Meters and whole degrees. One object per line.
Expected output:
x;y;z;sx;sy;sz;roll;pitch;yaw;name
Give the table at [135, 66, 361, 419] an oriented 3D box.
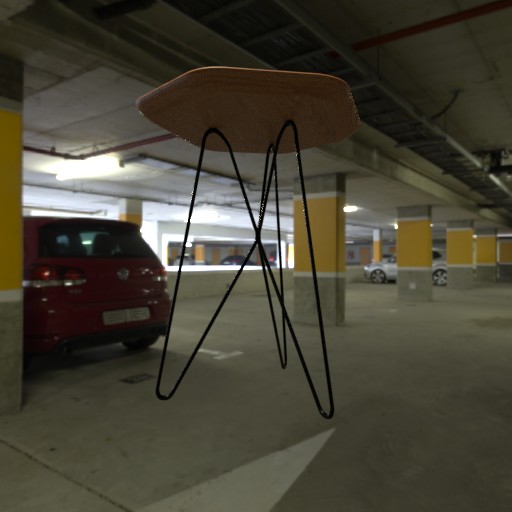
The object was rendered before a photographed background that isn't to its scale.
0.000;0.000;0.898;0.400;0.562;0.500;0;0;19;table
